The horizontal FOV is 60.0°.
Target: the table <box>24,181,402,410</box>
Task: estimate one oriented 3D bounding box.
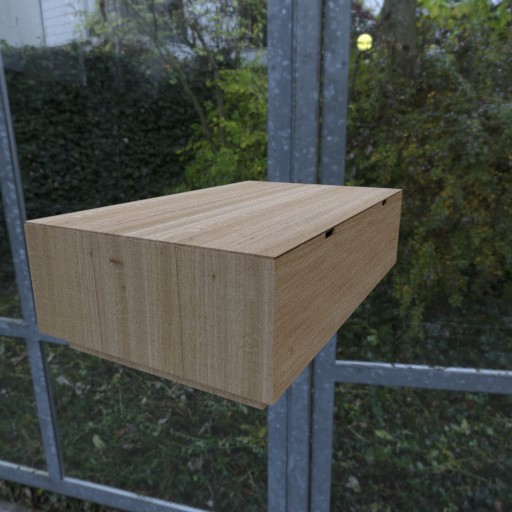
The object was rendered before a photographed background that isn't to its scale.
[{"bbox_3d":[0.000,0.000,1.434,0.678,0.353,1.110,8,17,27],"label":"table"}]
